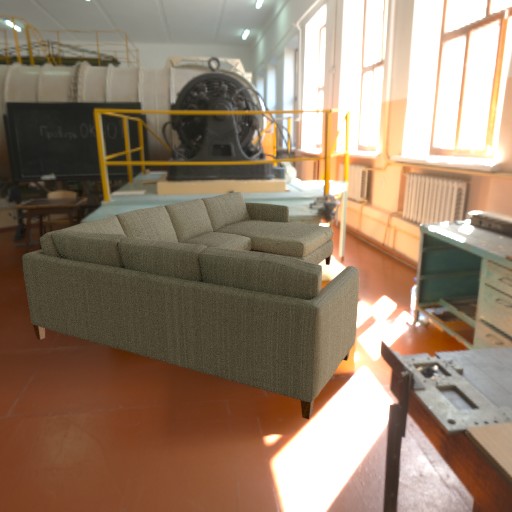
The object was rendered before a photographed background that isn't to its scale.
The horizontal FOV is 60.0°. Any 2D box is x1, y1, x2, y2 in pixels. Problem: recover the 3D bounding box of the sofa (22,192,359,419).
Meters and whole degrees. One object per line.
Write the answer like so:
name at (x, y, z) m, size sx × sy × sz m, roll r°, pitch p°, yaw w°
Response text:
sofa at (0.000, 0.000, 4.581) m, size 2.594 × 0.961 × 3.460 m, roll 8°, pitch 17°, yaw 26°
